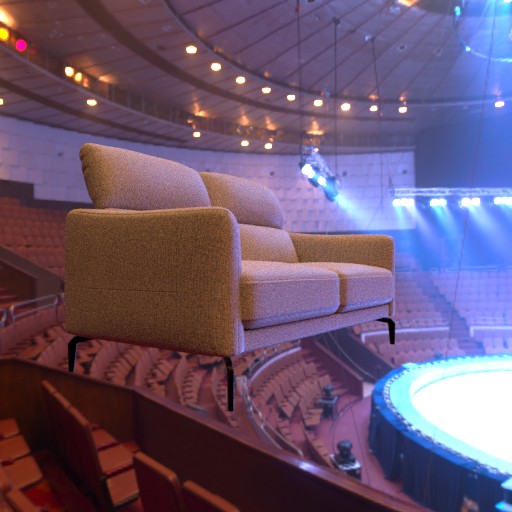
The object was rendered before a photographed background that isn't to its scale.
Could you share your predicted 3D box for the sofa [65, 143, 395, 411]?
[{"bbox_3d":[0.000,0.000,2.119,0.905,0.950,1.540,-1,-2,36],"label":"sofa"}]
